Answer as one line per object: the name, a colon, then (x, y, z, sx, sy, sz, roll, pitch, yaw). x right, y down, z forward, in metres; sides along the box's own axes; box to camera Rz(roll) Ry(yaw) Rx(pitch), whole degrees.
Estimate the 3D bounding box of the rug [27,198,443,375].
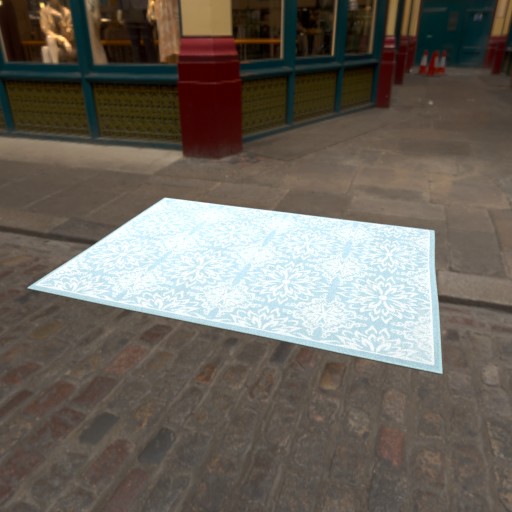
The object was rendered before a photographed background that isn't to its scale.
rug: (0.000, 0.000, 2.865, 2.205, 0.014, 1.589, 9, 28, 16)
